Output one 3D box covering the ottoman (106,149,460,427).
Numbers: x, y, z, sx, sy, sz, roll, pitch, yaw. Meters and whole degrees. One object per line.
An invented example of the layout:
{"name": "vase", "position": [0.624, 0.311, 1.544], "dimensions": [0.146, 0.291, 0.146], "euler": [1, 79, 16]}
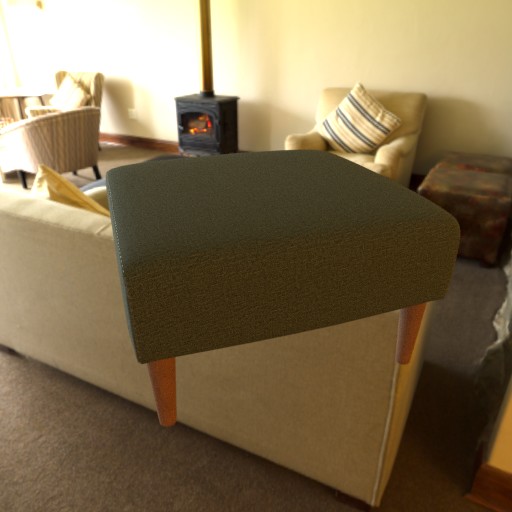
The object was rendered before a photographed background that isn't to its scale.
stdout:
{"name": "ottoman", "position": [0.000, 0.000, 1.094], "dimensions": [0.650, 0.398, 0.649], "euler": [-9, 28, -17]}
